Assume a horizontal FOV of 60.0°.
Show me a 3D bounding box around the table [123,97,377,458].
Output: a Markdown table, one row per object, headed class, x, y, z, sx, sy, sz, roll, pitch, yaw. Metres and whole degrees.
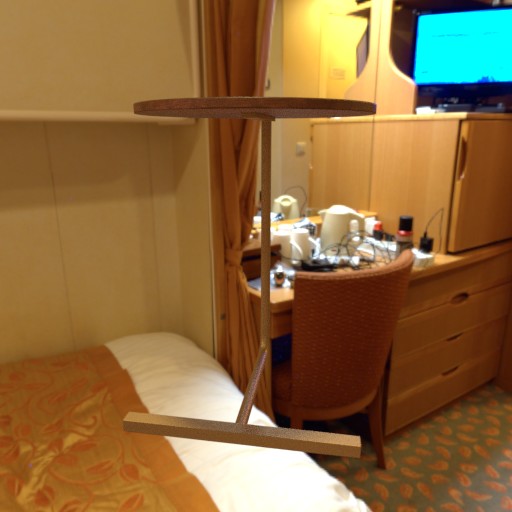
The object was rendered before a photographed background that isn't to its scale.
| class | x | y | z | sx | sy | sz | roll | pitch | yaw |
| --- | --- | --- | --- | --- | --- | --- | --- | --- | --- |
| table | 0.000 | 0.000 | 1.103 | 0.530 | 0.706 | 0.577 | 3 | 16 | 9 |
